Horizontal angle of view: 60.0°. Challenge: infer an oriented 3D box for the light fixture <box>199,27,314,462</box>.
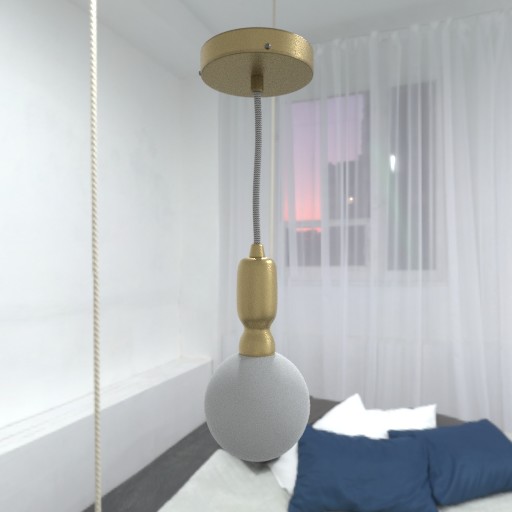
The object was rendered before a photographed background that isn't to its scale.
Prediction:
[{"bbox_3d":[0.000,0.000,0.565,0.146,0.510,0.147,0,0,1],"label":"light fixture"}]
